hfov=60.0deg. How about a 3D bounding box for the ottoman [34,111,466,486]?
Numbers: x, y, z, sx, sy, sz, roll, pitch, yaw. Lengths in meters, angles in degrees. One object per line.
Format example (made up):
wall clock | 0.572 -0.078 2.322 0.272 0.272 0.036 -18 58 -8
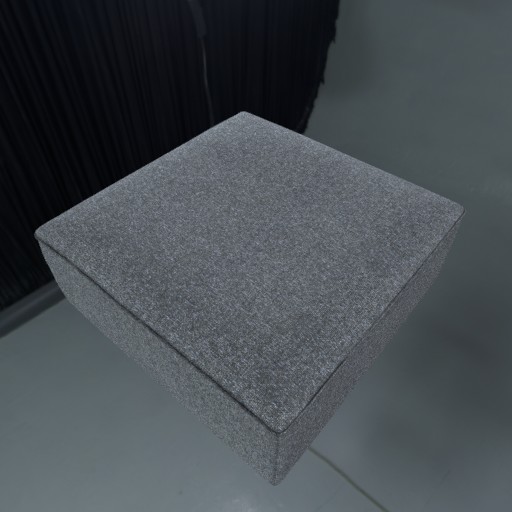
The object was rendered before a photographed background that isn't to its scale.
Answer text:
ottoman | 0.000 0.000 1.548 1.017 0.423 1.021 32 54 27
